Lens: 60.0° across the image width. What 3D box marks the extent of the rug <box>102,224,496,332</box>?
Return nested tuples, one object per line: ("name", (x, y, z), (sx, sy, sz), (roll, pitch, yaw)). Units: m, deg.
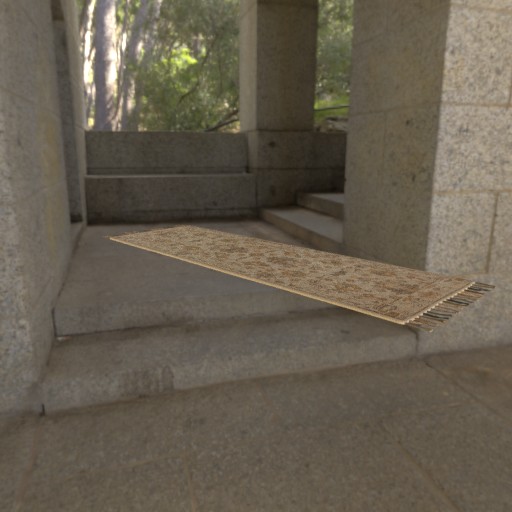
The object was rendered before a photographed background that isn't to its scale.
("rug", (0.000, 0.000, 2.627), (2.438, 0.021, 0.729), (13, 19, 43))
